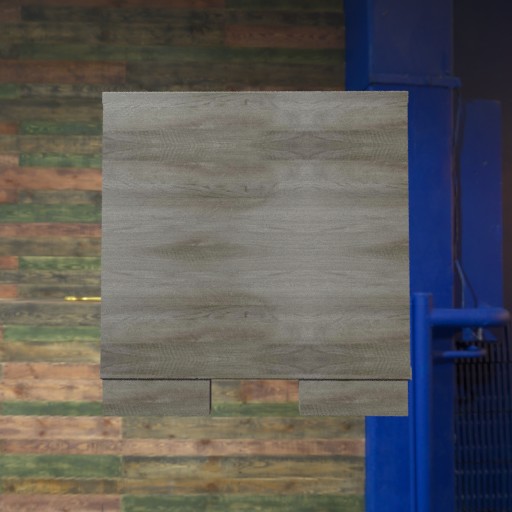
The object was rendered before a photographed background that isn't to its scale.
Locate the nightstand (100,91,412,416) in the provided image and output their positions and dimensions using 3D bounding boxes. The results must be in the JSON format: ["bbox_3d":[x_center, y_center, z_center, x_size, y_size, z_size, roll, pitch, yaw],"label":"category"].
[{"bbox_3d":[0.000,0.000,0.781,0.427,0.448,0.347,0,-2,0],"label":"nightstand"}]
